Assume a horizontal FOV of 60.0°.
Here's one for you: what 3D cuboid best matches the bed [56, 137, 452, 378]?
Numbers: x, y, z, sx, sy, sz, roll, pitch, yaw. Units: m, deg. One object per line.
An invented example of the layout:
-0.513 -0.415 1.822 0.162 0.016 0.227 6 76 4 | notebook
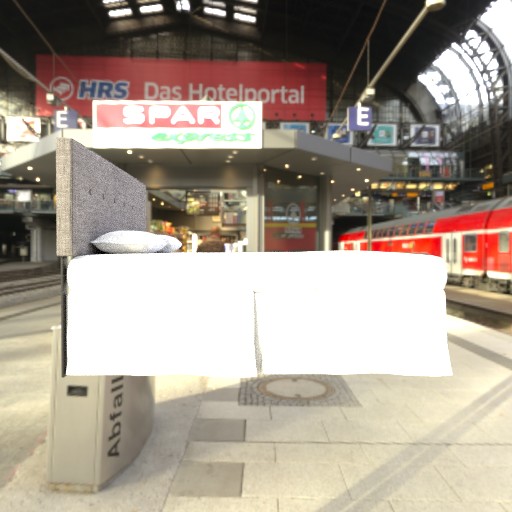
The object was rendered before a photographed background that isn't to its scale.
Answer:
0.000 0.000 2.946 1.958 1.168 1.621 0 1 -1 | bed
